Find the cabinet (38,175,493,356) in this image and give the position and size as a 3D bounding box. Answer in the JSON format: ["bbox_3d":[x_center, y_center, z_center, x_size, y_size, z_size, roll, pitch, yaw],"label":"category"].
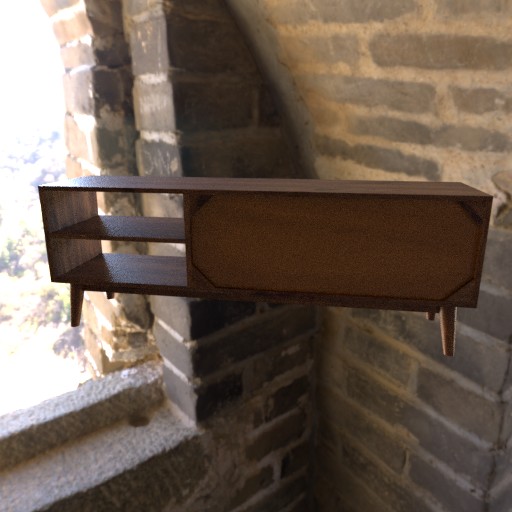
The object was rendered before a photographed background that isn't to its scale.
[{"bbox_3d":[0.000,0.000,1.633,1.448,0.528,0.349,3,16,9],"label":"cabinet"}]
